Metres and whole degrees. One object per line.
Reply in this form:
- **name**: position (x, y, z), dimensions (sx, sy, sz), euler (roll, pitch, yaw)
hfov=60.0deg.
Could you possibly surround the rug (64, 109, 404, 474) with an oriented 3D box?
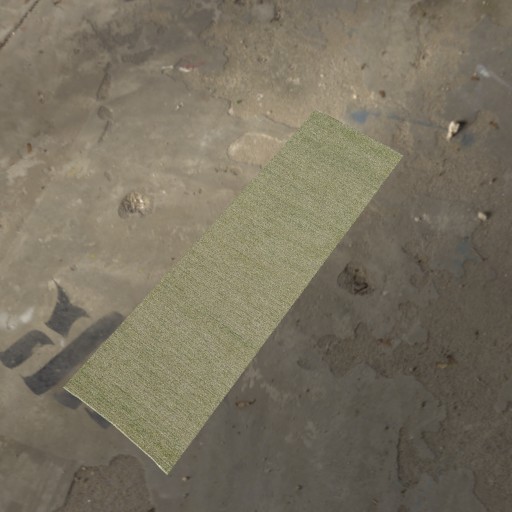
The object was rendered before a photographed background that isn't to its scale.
- **rug**: position (0.000, 0.000, 2.561), dimensions (0.686, 0.013, 2.340), euler (33, 68, 15)
